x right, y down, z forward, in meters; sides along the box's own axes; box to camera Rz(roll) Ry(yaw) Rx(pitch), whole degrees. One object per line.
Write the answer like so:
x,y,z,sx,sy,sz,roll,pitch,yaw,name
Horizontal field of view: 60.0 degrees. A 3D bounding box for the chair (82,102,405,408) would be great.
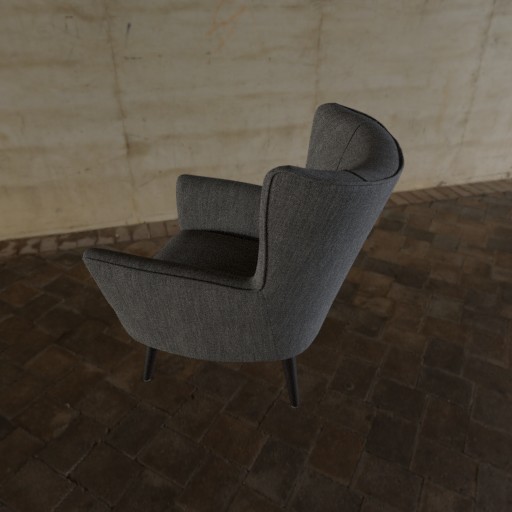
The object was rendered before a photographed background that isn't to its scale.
0.000,0.000,1.575,0.888,0.933,0.781,8,31,14,chair
